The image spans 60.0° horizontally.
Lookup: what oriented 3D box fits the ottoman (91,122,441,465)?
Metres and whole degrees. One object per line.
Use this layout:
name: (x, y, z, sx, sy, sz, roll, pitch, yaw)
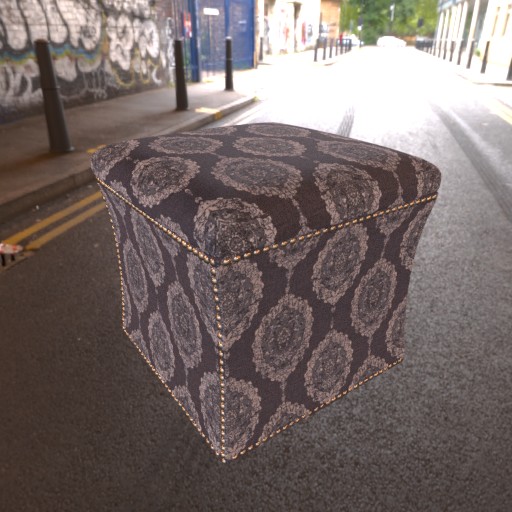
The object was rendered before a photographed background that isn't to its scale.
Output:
ottoman: (0.000, 0.000, 0.928, 0.497, 0.475, 0.507, -18, 31, -31)
